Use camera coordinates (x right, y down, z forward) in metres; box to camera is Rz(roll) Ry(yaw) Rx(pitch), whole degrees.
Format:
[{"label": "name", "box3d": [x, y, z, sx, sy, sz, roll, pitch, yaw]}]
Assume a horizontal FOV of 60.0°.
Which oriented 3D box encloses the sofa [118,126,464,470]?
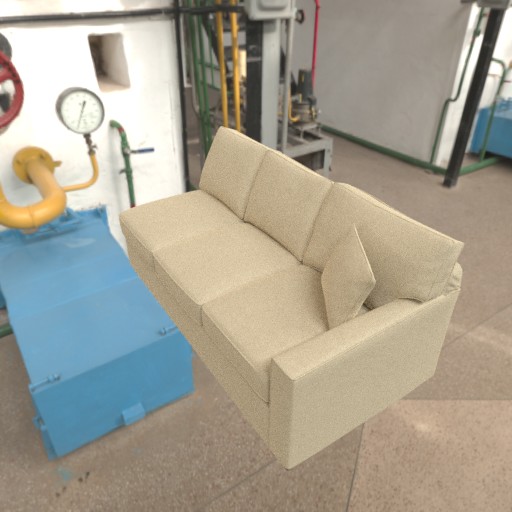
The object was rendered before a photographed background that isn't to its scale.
[{"label": "sofa", "box3d": [0.000, 0.000, 2.599, 1.034, 0.946, 1.963, -20, 38, -28]}]
